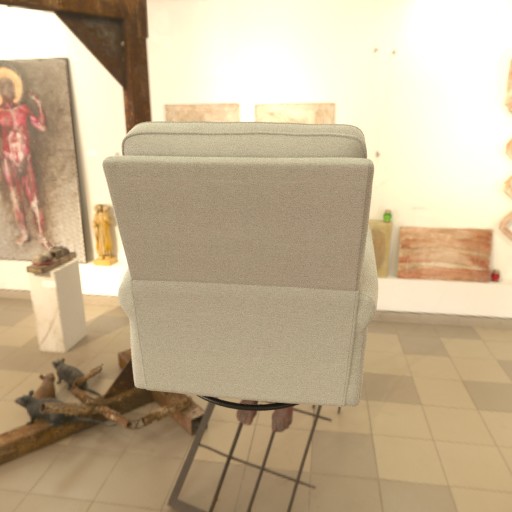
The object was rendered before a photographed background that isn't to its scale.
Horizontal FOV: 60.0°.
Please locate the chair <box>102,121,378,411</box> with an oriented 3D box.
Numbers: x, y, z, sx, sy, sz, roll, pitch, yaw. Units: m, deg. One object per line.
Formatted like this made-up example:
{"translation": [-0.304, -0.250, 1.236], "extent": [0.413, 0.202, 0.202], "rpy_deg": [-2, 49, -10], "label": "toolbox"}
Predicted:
{"translation": [0.000, 0.000, 1.656], "extent": [0.890, 0.960, 0.878], "rpy_deg": [2, 17, 8], "label": "chair"}
